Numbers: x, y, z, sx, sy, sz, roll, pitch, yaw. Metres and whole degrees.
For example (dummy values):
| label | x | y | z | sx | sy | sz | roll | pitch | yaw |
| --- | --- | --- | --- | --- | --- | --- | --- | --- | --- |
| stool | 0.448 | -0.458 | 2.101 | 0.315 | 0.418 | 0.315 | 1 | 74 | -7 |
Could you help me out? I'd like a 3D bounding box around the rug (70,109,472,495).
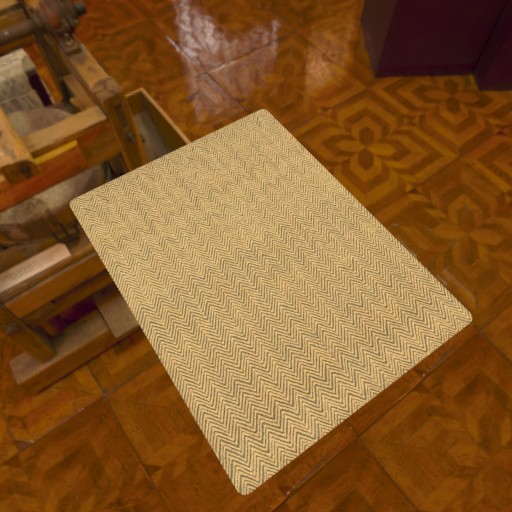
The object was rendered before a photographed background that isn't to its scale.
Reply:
| label | x | y | z | sx | sy | sz | roll | pitch | yaw |
| --- | --- | --- | --- | --- | --- | --- | --- | --- | --- |
| rug | 0.000 | 0.000 | 4.177 | 2.439 | 0.014 | 3.207 | -31 | 64 | -17 |
